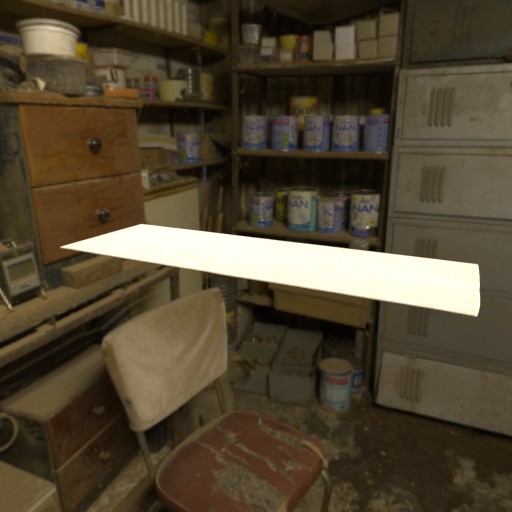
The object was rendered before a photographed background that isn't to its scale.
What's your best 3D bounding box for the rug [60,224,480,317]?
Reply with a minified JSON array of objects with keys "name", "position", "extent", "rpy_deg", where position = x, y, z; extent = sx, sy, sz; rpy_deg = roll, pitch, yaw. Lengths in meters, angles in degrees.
[{"name":"rug","position":[0.000,0.000,2.691],"extent":[2.450,0.014,0.793],"rpy_deg":[8,18,25]}]
